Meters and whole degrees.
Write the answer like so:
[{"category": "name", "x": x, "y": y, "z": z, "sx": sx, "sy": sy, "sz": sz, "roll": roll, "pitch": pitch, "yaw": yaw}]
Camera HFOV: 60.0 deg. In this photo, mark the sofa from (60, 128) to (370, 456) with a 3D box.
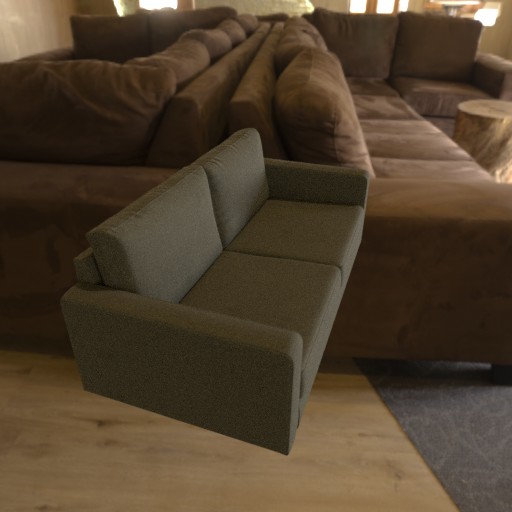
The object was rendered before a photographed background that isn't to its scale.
[{"category": "sofa", "x": 0.000, "y": 0.000, "z": 2.254, "sx": 0.889, "sy": 0.897, "sz": 1.730, "roll": 11, "pitch": 32, "yaw": 17}]
